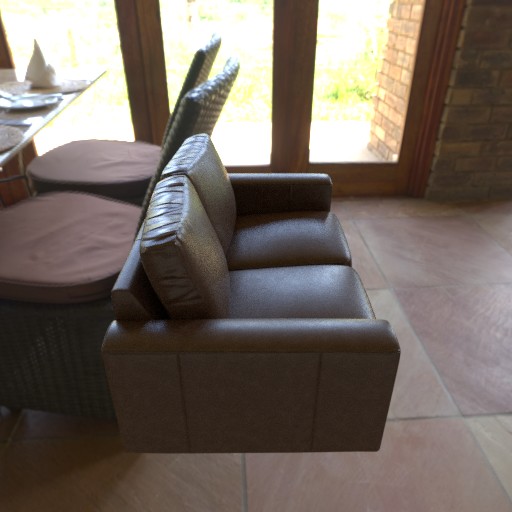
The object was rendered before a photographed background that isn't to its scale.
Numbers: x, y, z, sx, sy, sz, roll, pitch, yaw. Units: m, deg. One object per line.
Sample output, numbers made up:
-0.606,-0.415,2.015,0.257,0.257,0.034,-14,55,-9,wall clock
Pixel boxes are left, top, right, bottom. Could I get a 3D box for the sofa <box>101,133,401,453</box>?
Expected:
0.000,0.000,2.176,1.016,0.873,1.616,0,31,0,sofa
